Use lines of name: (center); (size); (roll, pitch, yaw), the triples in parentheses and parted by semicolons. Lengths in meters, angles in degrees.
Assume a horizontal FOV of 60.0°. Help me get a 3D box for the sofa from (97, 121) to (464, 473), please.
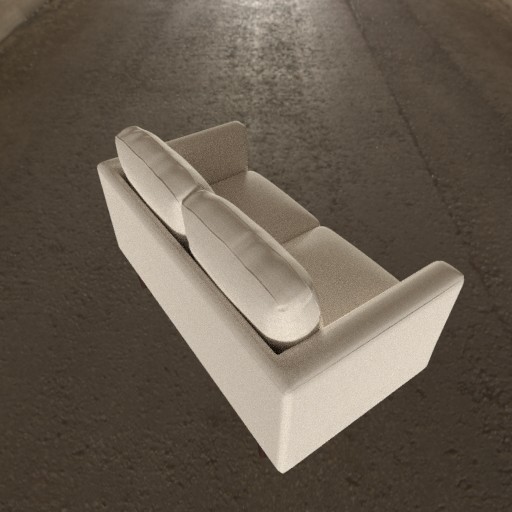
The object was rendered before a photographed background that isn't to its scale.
sofa: (0.000, 0.000, 1.916); (0.796, 0.908, 1.430); (-25, 48, -25)
